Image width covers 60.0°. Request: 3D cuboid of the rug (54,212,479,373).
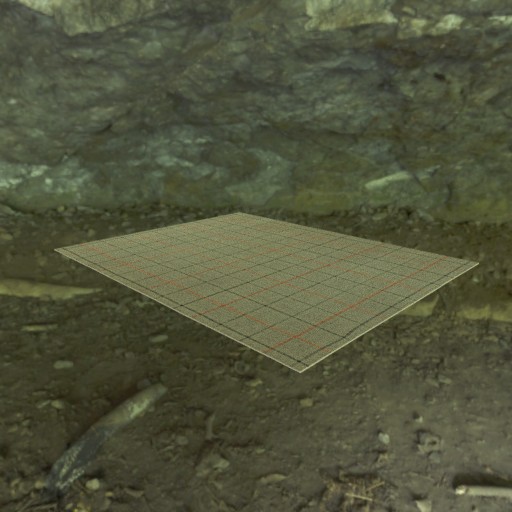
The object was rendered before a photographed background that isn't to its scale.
[{"bbox_3d":[0.000,0.000,4.057,3.048,0.012,2.444,17,24,42],"label":"rug"}]
